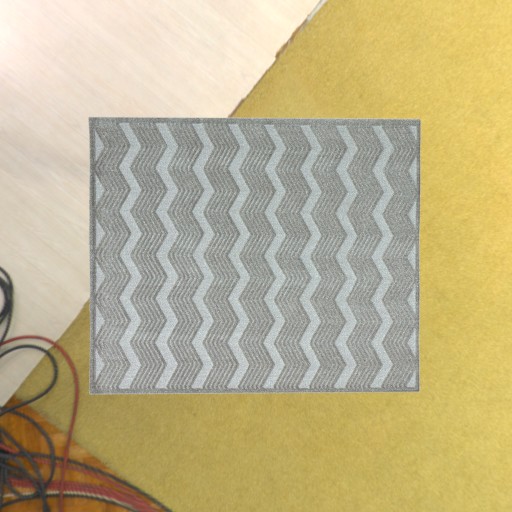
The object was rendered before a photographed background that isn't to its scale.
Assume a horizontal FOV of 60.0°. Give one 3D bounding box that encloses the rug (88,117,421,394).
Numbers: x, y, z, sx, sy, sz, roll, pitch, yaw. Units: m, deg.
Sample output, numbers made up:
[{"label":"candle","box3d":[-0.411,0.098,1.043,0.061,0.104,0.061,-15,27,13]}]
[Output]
[{"label":"rug","box3d":[0.000,0.000,3.848,2.880,0.005,2.391,0,91,-1]}]
